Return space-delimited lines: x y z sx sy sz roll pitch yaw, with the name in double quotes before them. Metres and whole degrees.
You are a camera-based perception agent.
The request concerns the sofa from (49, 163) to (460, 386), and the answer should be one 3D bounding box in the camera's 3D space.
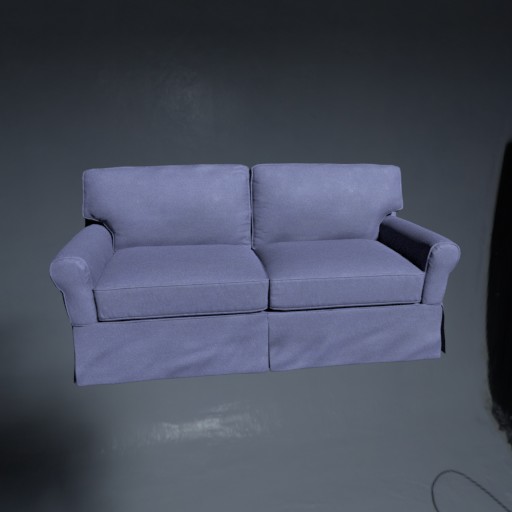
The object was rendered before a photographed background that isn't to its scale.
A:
"sofa" 0.000 0.000 2.796 2.256 1.094 0.983 -2 16 -8
